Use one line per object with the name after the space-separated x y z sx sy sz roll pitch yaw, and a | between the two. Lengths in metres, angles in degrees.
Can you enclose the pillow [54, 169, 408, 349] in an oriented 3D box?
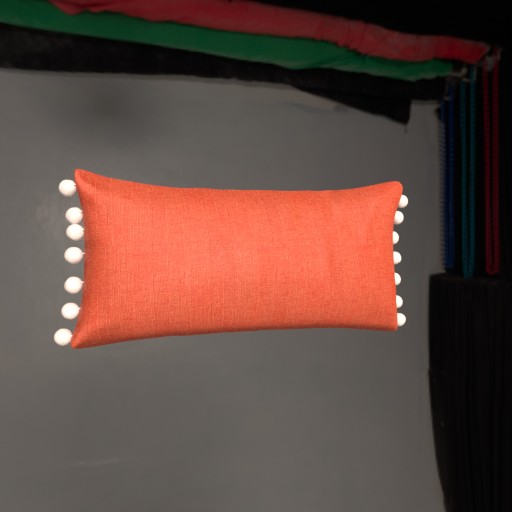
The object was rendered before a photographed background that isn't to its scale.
0.000 0.000 0.848 0.709 0.322 0.201 0 0 -19 | pillow
